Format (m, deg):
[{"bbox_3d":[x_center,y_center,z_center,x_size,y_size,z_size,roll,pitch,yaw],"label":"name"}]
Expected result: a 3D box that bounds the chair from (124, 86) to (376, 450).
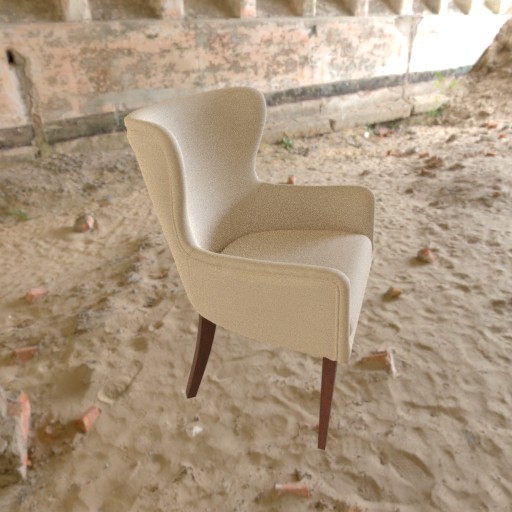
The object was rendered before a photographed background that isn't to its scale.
[{"bbox_3d":[0.000,0.000,1.506,0.744,0.990,0.696,9,30,17],"label":"chair"}]
